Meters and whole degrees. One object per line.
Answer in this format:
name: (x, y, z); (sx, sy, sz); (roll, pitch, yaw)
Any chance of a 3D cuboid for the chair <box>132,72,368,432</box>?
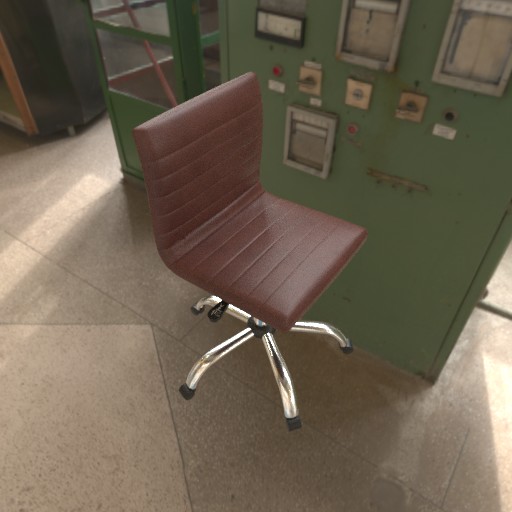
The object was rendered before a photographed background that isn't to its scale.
chair: (0.000, 0.000, 1.158); (0.530, 0.780, 0.556); (26, 48, 26)
